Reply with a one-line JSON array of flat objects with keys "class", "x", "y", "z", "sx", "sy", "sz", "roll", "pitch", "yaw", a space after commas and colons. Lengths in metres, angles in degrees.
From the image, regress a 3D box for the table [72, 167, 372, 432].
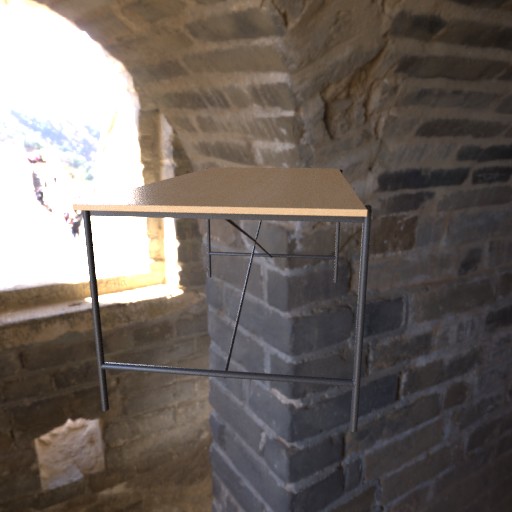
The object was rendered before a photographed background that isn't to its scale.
[{"class": "table", "x": 0.000, "y": 0.000, "z": 2.213, "sx": 0.900, "sy": 0.758, "sz": 1.800, "roll": 2, "pitch": 15, "yaw": 7}]
